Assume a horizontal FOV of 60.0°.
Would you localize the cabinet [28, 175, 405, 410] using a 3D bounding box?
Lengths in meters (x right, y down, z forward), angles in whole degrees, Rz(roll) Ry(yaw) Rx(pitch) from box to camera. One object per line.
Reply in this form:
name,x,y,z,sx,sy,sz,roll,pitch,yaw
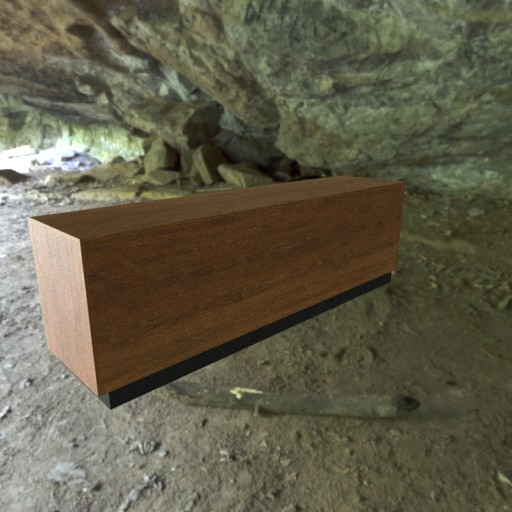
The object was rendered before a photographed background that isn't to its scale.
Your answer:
cabinet,0.000,0.000,1.837,1.600,0.510,0.419,-15,23,-41
